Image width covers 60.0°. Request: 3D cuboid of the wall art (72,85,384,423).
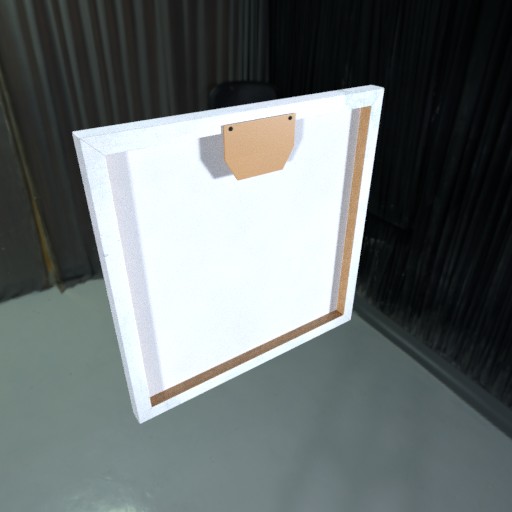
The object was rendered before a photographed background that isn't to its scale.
[{"bbox_3d":[0.000,0.000,0.921,0.605,0.605,0.044,-19,37,-28],"label":"wall art"}]
